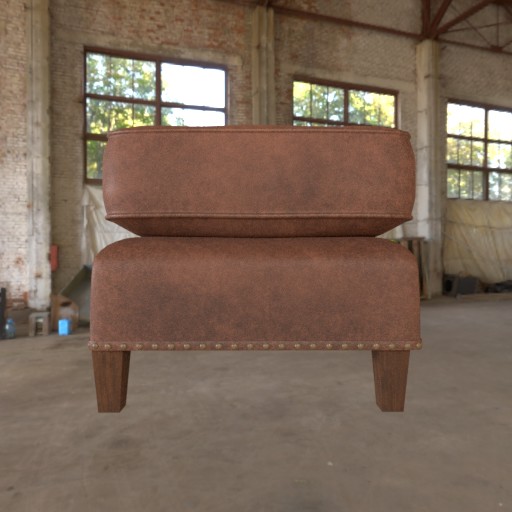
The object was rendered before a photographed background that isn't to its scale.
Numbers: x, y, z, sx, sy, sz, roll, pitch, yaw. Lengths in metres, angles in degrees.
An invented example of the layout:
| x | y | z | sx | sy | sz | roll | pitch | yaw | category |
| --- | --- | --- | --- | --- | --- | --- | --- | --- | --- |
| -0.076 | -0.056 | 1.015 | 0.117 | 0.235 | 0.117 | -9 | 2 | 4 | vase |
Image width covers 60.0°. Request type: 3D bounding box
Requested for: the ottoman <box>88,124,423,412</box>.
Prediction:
| x | y | z | sx | sy | sz | roll | pitch | yaw | category |
| --- | --- | --- | --- | --- | --- | --- | --- | --- | --- |
| 0.000 | 0.000 | 1.112 | 0.589 | 0.537 | 0.738 | 0 | 1 | 0 | ottoman |
